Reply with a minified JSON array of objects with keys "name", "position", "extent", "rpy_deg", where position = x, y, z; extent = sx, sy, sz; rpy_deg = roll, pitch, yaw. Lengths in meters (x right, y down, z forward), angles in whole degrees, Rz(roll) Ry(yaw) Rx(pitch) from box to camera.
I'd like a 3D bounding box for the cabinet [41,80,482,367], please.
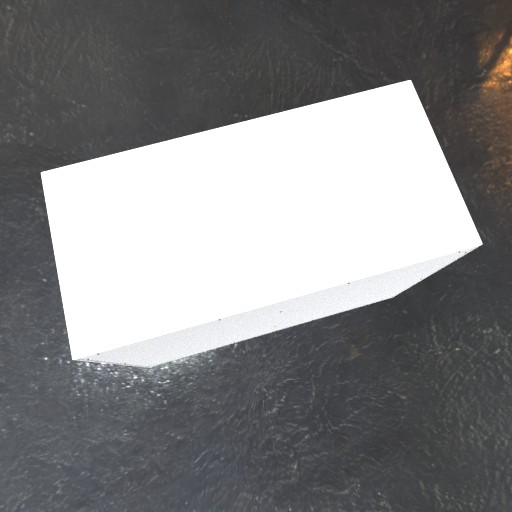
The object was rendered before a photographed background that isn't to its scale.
[{"name":"cabinet","position":[0.000,0.000,1.245],"extent":[0.800,0.761,0.398],"rpy_deg":[-15,75,-4]}]
